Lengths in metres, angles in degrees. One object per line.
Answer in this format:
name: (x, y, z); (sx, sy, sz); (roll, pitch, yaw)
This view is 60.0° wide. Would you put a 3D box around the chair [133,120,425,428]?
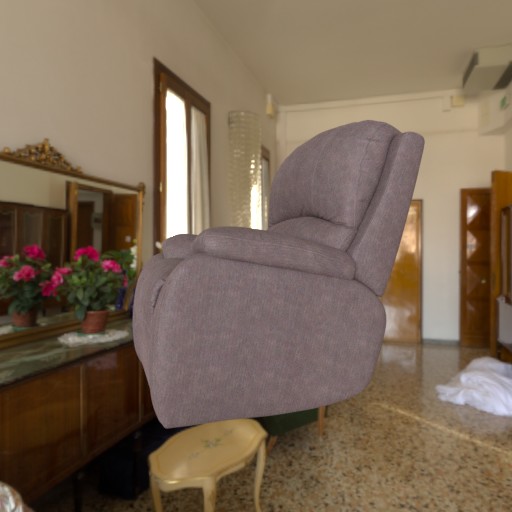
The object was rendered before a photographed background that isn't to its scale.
chair: (0.000, 0.000, 1.728); (0.899, 1.011, 0.930); (0, 1, -19)
